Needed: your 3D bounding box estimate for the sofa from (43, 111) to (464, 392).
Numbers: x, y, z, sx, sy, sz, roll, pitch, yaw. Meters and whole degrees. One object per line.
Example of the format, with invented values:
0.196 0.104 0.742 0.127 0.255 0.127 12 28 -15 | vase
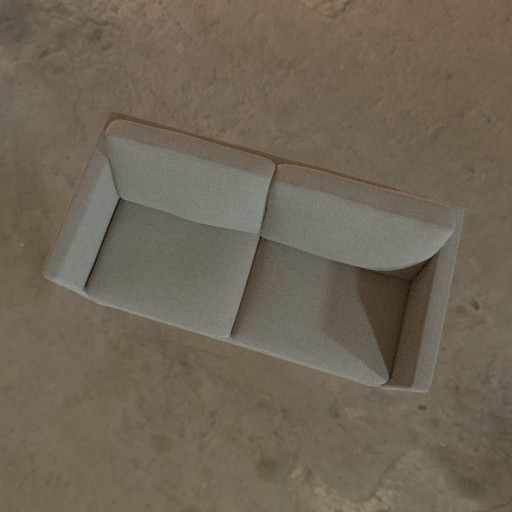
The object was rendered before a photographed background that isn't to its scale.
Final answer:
0.000 0.000 2.392 1.884 0.947 0.951 16 76 4 | sofa
